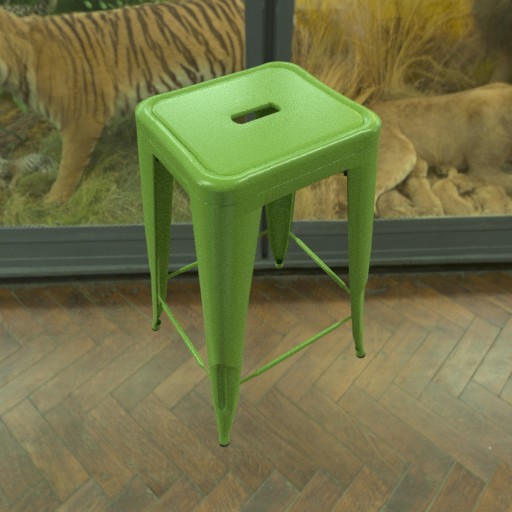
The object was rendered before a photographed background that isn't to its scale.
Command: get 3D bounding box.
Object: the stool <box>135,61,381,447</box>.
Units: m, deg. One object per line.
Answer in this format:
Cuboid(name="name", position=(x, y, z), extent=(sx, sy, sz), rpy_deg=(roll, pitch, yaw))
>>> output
Cuboid(name="stool", position=(0.000, 0.000, 0.856), extent=(0.398, 0.609, 0.358), rpy_deg=(-25, 52, -22))
